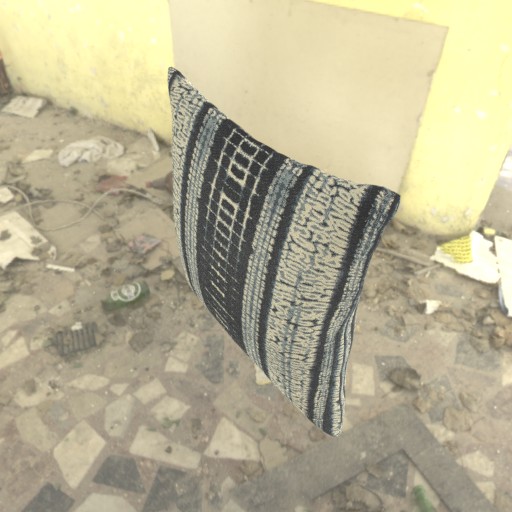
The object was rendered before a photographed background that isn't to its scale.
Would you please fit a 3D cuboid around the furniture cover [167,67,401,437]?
[{"bbox_3d":[0.000,0.000,0.658,0.133,0.435,0.425,-26,47,-27],"label":"furniture cover"}]
